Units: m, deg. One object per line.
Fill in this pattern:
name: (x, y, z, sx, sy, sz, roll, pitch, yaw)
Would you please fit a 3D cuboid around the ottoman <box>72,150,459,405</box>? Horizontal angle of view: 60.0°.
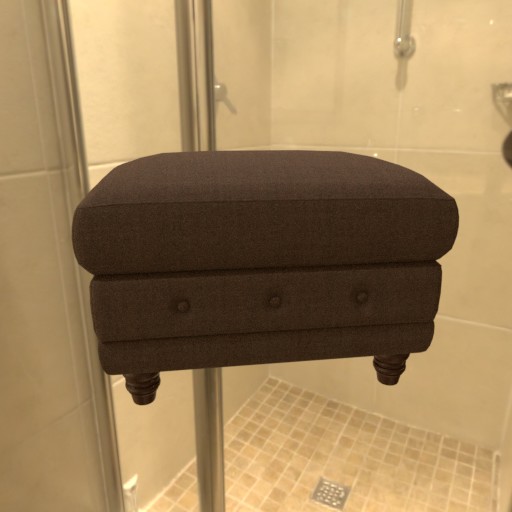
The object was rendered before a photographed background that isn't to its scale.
ottoman: (0.000, 0.000, 1.211, 0.809, 0.555, 0.599, -2, 17, -7)
